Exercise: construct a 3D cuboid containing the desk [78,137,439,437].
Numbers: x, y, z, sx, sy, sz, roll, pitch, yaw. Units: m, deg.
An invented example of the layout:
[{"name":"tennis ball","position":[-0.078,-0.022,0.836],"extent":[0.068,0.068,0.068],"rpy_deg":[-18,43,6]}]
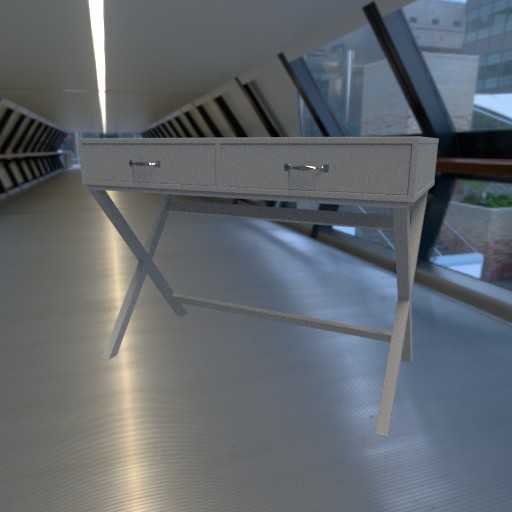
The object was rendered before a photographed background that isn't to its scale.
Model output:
[{"name":"desk","position":[0.000,0.000,1.525],"extent":[1.057,0.780,0.525],"rpy_deg":[7,16,25]}]
